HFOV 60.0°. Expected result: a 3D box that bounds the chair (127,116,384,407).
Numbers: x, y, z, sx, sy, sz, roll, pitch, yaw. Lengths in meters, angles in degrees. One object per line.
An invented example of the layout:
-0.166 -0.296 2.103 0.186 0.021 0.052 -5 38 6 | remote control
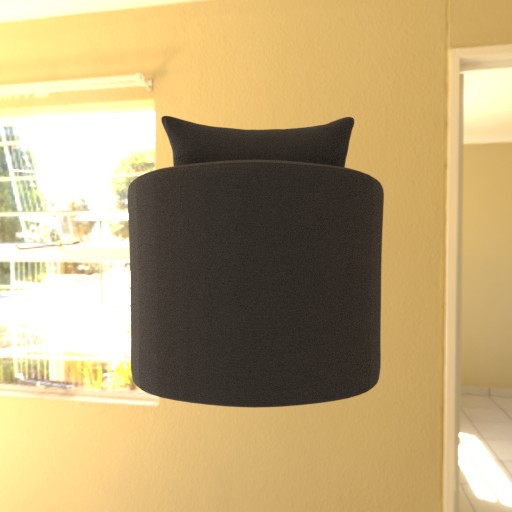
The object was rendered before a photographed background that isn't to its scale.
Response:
0.000 0.000 1.594 0.845 0.848 0.910 0 1 1 | chair
